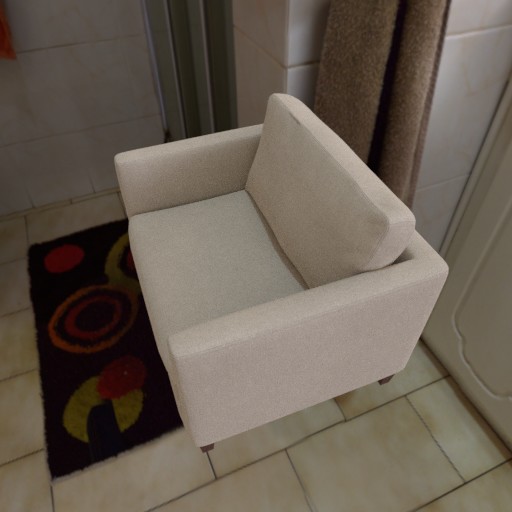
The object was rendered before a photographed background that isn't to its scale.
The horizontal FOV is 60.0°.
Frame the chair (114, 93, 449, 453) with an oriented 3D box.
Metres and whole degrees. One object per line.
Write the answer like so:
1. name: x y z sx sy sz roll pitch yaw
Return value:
1. chair: 0.000 0.000 1.846 0.959 0.961 1.107 -16 48 -15
